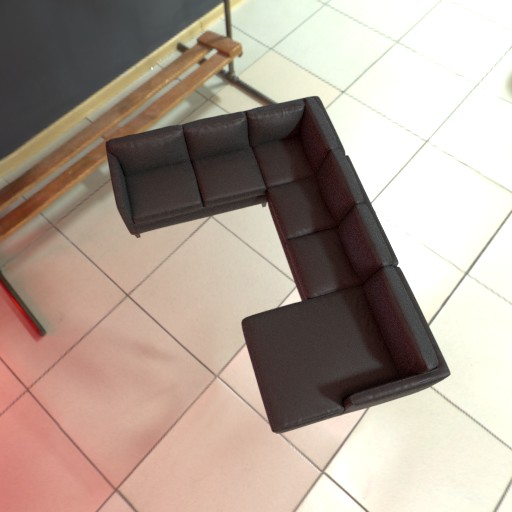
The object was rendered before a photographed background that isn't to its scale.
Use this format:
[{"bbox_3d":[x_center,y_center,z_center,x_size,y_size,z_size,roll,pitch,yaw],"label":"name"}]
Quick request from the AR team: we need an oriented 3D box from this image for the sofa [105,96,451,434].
[{"bbox_3d":[0.000,0.000,4.646,2.593,0.923,3.460,-15,65,-7],"label":"sofa"}]
